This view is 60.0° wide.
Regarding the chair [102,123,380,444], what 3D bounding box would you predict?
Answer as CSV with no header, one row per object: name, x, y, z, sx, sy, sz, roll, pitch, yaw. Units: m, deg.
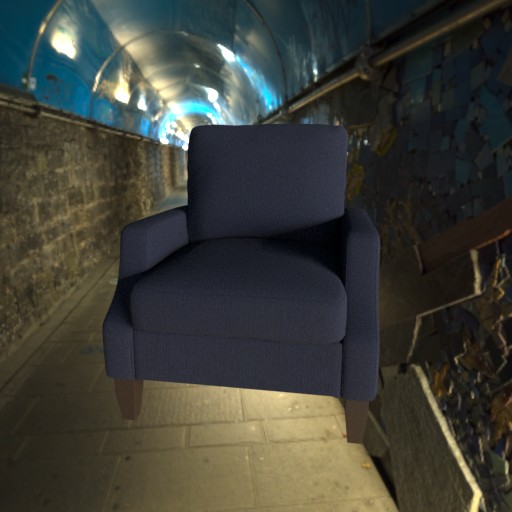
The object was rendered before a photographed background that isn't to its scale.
chair,0.000,0.000,1.677,0.855,0.991,0.897,2,13,9
